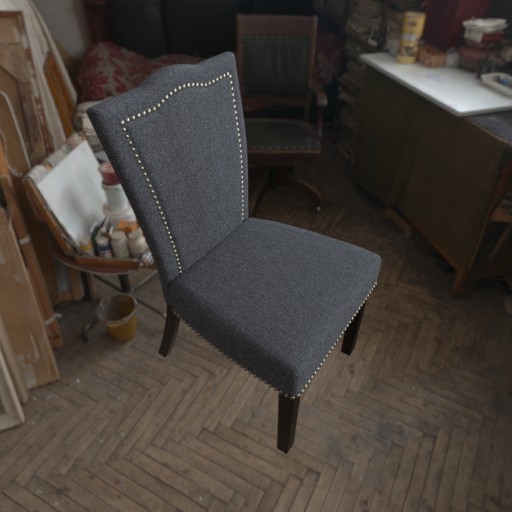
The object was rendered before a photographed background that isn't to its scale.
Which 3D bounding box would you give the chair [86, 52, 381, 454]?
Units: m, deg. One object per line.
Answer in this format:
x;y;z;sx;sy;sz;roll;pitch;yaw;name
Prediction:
0.000;0.000;1.262;0.589;0.946;0.518;24;46;25;chair
